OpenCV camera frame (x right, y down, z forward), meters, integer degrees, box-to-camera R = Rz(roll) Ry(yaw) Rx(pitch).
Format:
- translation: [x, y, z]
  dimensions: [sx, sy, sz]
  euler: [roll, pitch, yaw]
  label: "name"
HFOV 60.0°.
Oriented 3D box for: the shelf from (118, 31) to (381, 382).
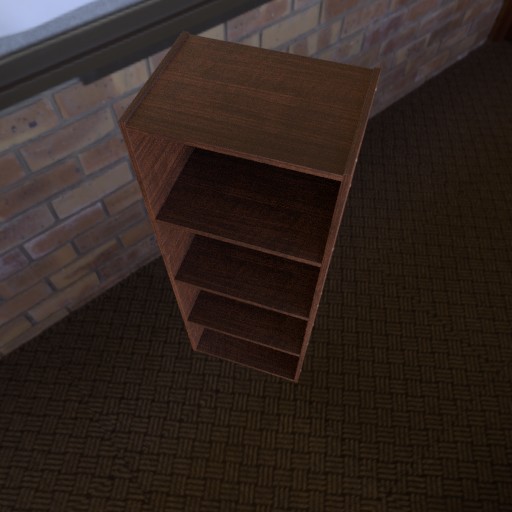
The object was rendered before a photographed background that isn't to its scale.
- translation: [0.000, 0.000, 1.270]
  dimensions: [0.415, 1.099, 0.290]
  euler: [15, 59, 10]
  label: "shelf"
